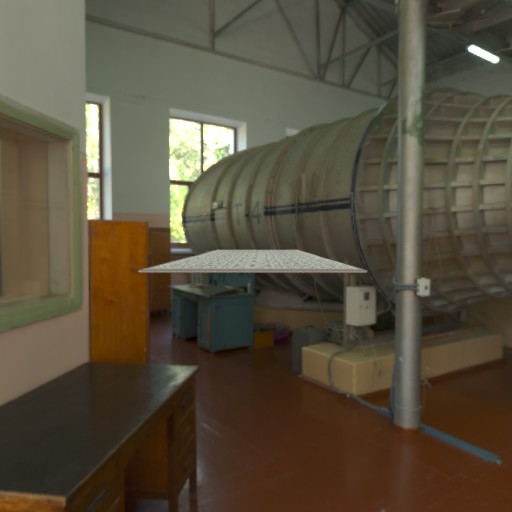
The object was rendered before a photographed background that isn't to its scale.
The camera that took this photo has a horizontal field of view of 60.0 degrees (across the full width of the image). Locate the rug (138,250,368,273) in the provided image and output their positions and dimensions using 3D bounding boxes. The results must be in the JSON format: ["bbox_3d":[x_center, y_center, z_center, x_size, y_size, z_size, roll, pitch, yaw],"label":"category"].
[{"bbox_3d":[0.000,0.000,2.369,0.662,0.011,2.196,0,2,1],"label":"rug"}]
